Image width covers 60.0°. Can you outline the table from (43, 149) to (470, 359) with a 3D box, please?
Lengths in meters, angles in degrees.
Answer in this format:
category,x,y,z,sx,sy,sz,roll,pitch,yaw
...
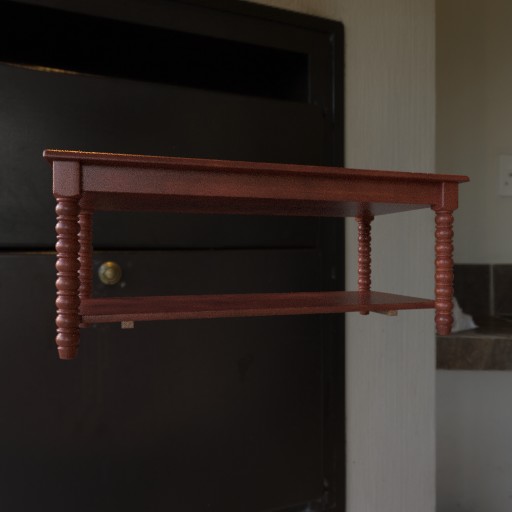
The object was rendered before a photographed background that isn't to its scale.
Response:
category,x,y,z,sx,sy,sz,roll,pitch,yaw
table,0.000,0.000,1.436,1.171,0.485,0.580,0,0,-17
